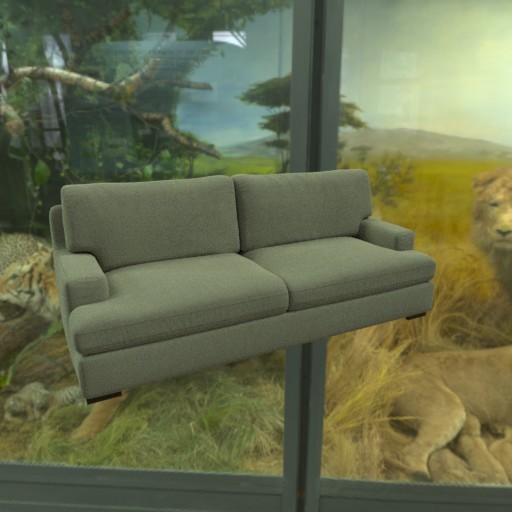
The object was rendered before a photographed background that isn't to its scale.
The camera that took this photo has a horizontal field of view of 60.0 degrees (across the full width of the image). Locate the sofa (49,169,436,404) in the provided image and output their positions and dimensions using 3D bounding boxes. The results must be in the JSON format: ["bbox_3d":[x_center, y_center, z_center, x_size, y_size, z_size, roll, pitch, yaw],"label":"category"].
[{"bbox_3d":[0.000,0.000,2.863,2.354,0.980,0.962,-8,18,-26],"label":"sofa"}]
